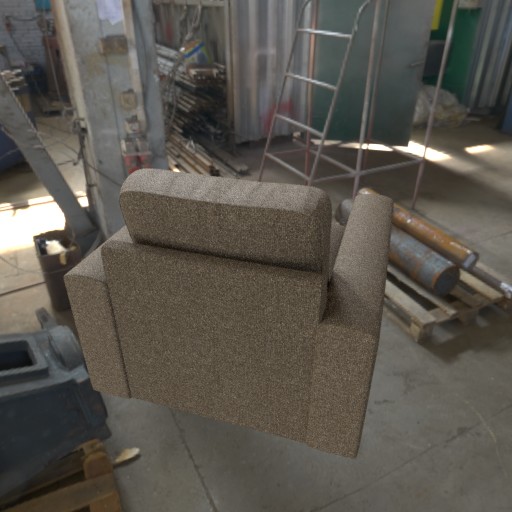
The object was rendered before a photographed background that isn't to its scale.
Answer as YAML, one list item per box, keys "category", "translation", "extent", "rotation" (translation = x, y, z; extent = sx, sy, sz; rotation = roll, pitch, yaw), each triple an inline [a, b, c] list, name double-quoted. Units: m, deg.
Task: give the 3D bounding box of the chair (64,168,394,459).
- category: "chair"
  translation: [0.000, 0.000, 1.777]
  extent: [1.005, 0.873, 1.016]
  rotation: [9, 32, 15]
